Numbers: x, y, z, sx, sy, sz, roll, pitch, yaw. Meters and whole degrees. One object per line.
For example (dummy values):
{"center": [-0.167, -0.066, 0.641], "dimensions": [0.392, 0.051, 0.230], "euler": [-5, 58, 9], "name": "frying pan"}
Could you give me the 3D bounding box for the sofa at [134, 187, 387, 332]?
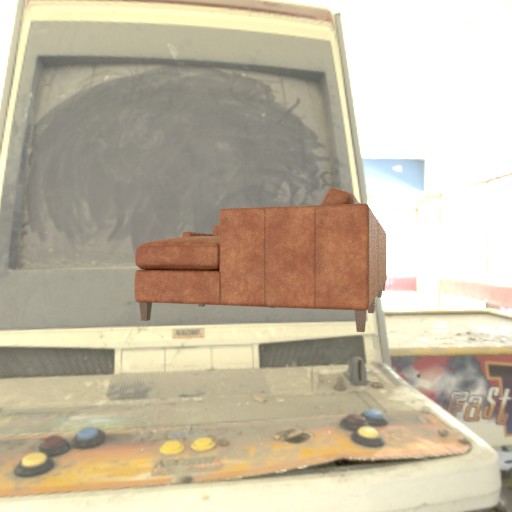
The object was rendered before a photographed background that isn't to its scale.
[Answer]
{"center": [0.000, 0.000, 4.491], "dimensions": [2.452, 0.888, 3.324], "euler": [0, 0, 18], "name": "sofa"}
